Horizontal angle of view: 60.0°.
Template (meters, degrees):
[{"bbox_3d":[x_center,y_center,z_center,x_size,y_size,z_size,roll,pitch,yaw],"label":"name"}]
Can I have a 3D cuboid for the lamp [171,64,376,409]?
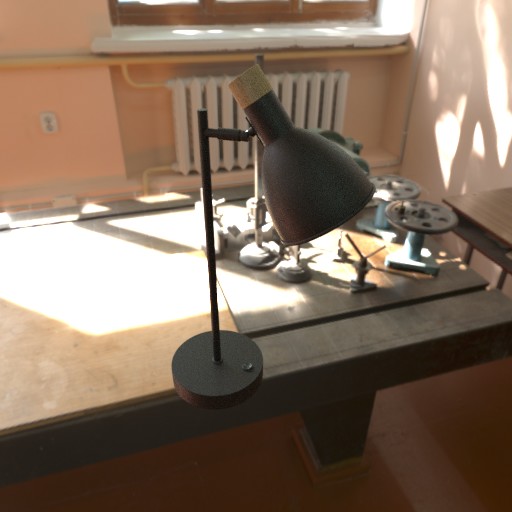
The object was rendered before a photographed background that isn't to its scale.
[{"bbox_3d":[0.000,0.000,0.602,0.287,0.483,0.152,9,32,15],"label":"lamp"}]
